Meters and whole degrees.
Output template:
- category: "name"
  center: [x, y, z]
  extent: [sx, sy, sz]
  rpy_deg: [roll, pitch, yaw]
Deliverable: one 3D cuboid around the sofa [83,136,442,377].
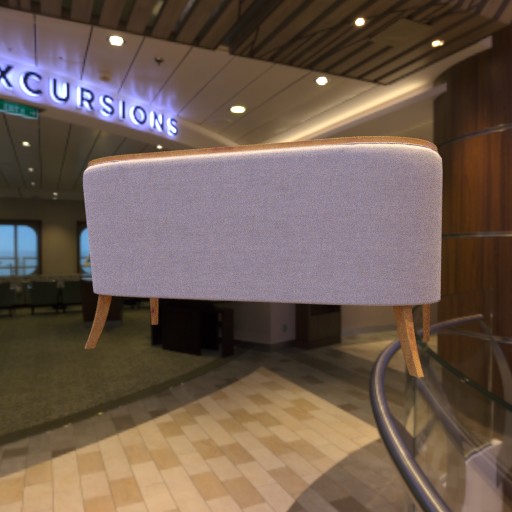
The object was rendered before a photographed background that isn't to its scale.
- category: "sofa"
  center: [0.000, 0.000, 1.917]
  extent: [1.474, 0.775, 0.770]
  rpy_deg: [0, 1, 18]
